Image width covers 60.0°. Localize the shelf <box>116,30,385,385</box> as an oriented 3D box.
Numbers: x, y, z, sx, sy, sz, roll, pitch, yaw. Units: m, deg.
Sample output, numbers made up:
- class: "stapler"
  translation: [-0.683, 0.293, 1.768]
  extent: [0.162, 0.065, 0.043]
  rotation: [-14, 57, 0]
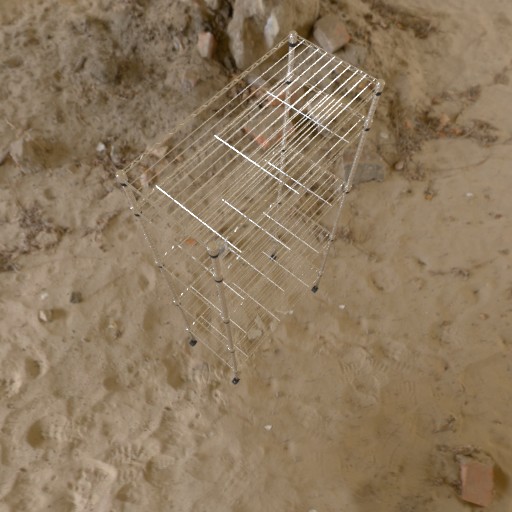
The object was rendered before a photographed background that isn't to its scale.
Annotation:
- class: "shelf"
  translation: [0.000, 0.000, 1.925]
  extent: [0.356, 1.587, 0.762]
  rotation: [38, 69, 17]
